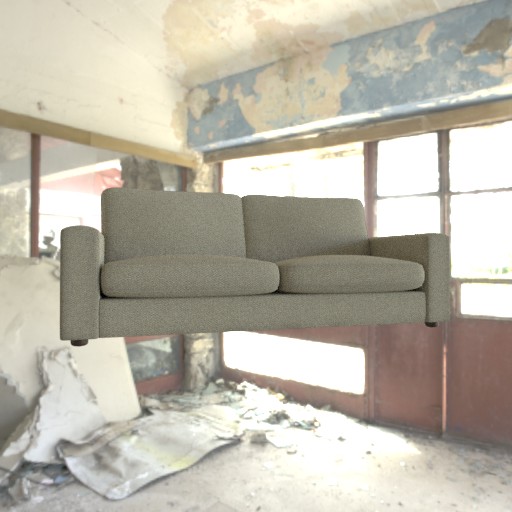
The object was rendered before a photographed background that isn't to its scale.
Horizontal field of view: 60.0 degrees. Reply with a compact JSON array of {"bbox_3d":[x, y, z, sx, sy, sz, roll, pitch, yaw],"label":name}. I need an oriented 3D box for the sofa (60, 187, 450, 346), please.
[{"bbox_3d":[0.000,0.000,2.803,2.179,0.873,1.016,0,0,-17],"label":"sofa"}]
